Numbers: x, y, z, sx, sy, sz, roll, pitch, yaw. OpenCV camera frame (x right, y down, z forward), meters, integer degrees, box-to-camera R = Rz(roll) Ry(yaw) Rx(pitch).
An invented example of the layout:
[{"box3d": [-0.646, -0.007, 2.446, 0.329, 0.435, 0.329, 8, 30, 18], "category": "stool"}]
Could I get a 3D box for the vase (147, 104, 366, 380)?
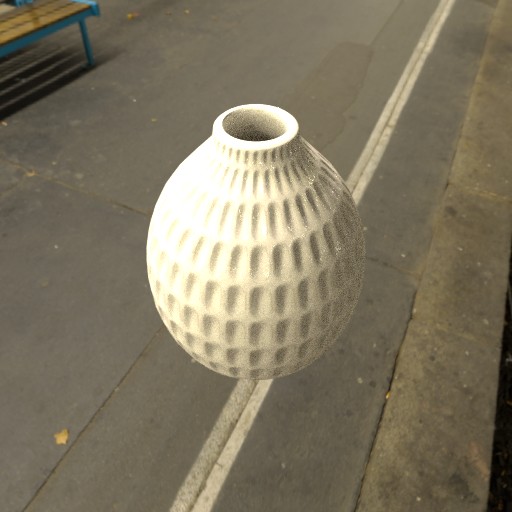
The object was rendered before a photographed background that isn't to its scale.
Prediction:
[{"box3d": [0.000, 0.000, 0.336, 0.162, 0.223, 0.162, 0, 46, 0], "category": "vase"}]
